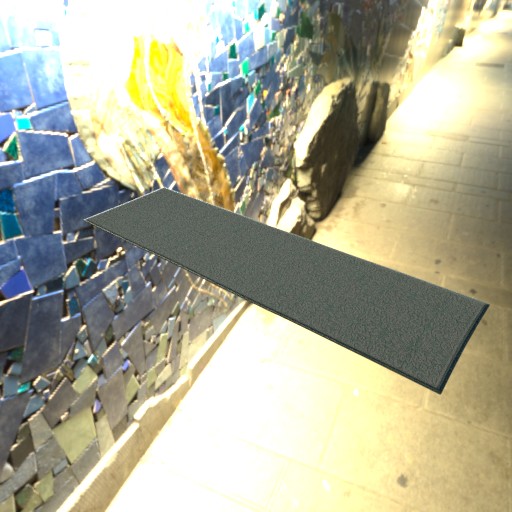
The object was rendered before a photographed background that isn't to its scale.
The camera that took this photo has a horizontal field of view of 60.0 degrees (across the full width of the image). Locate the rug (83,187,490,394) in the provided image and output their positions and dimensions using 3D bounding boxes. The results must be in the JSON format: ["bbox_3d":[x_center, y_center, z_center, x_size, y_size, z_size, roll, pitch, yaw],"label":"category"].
[{"bbox_3d":[0.000,0.000,2.378,2.196,0.011,0.662,22,38,32],"label":"rug"}]
